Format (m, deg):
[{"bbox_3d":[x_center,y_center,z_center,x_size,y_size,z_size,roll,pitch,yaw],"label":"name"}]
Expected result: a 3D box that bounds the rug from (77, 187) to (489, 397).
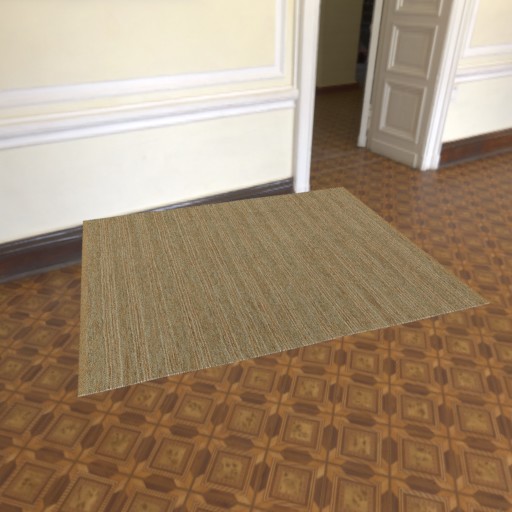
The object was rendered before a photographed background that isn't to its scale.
[{"bbox_3d":[0.000,0.000,4.054,3.034,0.012,2.471,-9,32,-15],"label":"rug"}]
